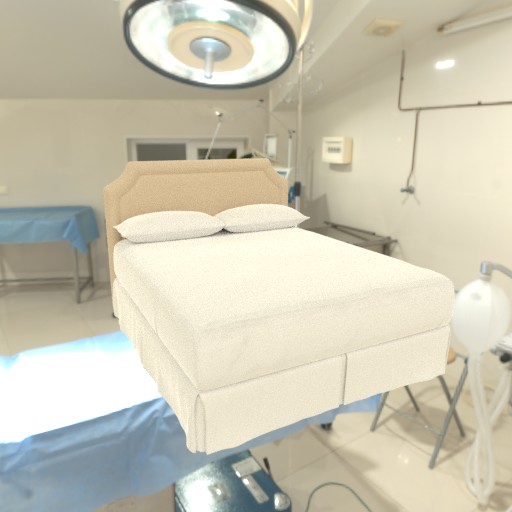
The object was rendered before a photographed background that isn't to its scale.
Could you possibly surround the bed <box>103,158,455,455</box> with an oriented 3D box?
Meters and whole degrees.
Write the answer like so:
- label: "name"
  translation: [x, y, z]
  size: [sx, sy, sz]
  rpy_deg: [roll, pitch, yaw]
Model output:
- label: "bed"
  translation: [0.000, 0.000, 3.829]
  size: [2.134, 1.524, 2.548]
  rpy_deg: [-8, 17, -27]
